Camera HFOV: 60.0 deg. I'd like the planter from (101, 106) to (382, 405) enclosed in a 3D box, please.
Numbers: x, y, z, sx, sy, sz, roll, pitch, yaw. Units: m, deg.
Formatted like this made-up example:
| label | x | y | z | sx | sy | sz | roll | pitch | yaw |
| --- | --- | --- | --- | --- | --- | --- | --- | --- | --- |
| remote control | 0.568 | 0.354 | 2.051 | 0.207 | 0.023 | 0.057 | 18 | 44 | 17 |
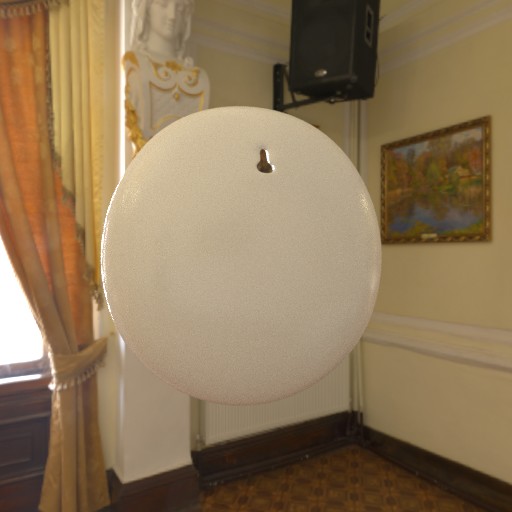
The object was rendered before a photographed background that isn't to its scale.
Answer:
| label | x | y | z | sx | sy | sz | roll | pitch | yaw |
| --- | --- | --- | --- | --- | --- | --- | --- | --- | --- |
| planter | 0.000 | 0.000 | 0.280 | 0.185 | 0.188 | 0.043 | 0 | 0 | -19 |
